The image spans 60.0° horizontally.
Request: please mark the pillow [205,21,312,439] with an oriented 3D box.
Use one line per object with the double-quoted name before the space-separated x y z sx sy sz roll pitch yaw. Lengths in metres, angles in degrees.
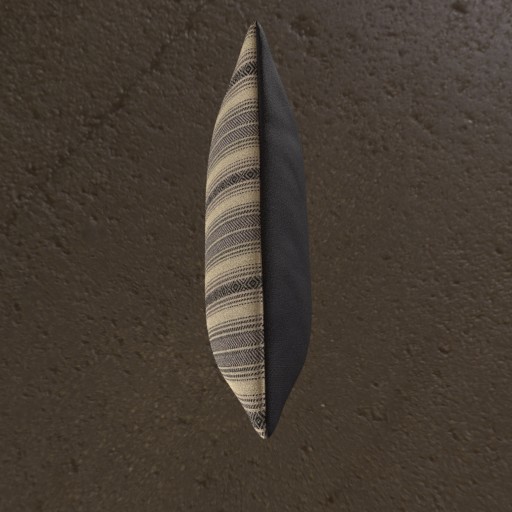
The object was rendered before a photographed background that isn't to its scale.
"pillow" 0.000 0.000 0.766 0.166 0.508 0.520 -1 76 0
